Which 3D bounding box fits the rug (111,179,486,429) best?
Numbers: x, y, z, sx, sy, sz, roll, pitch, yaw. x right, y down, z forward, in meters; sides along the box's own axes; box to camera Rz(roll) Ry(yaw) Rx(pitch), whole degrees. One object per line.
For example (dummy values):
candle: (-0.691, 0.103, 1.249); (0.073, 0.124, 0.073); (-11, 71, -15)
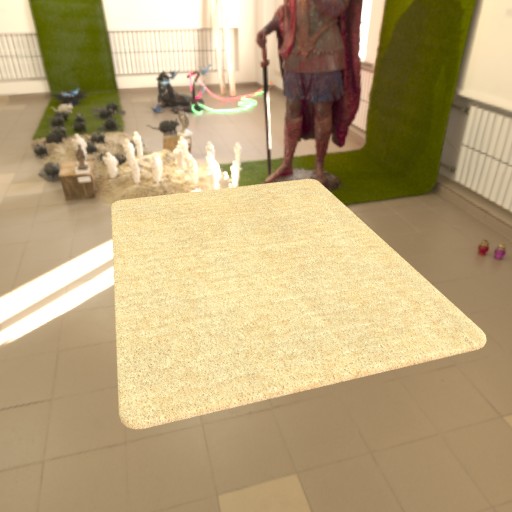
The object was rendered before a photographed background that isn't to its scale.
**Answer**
rug: (0.000, 0.000, 3.246); (2.009, 0.048, 2.528); (-9, 33, -14)
